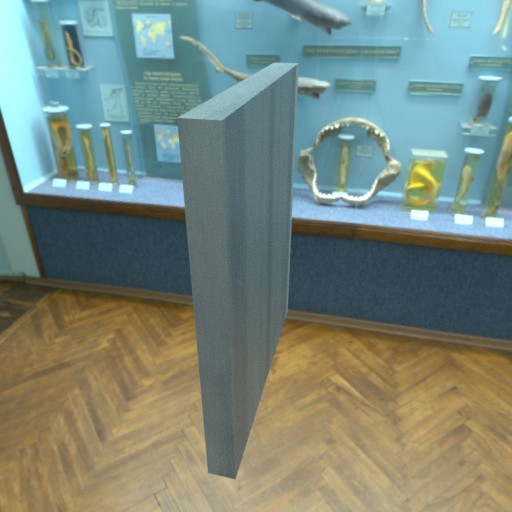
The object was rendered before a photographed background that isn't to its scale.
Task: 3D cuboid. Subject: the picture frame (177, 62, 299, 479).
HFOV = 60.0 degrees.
[{"bbox_3d":[0.000,0.000,0.753,0.046,0.555,0.449,7,31,12],"label":"picture frame"}]
